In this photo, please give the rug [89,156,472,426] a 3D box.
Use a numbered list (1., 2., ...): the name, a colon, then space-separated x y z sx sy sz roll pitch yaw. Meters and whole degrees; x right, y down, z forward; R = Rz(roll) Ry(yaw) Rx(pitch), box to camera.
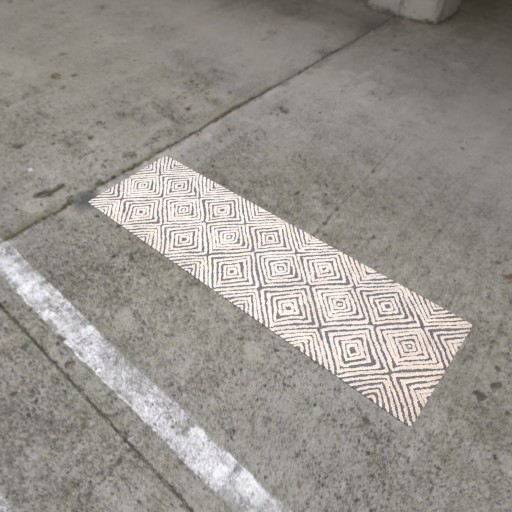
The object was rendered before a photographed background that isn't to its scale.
1. rug: 0.000 0.000 2.547 2.277 0.008 0.676 32 55 26
